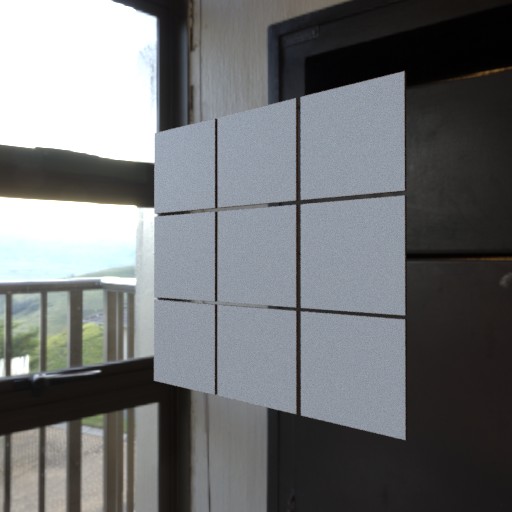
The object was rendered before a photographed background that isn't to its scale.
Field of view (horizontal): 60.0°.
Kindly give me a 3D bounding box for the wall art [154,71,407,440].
[{"bbox_3d":[0.000,0.000,1.871,1.256,1.246,0.017,0,-1,36],"label":"wall art"}]
